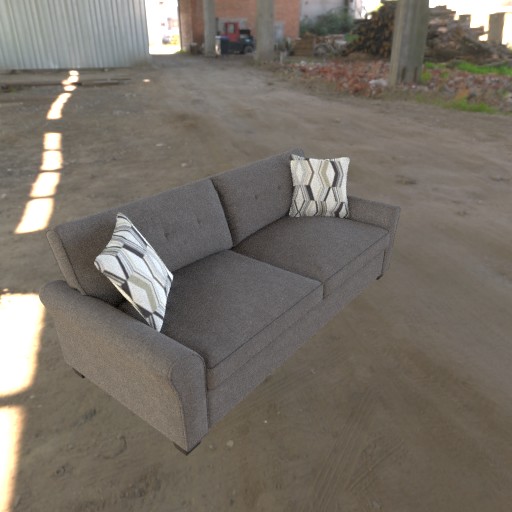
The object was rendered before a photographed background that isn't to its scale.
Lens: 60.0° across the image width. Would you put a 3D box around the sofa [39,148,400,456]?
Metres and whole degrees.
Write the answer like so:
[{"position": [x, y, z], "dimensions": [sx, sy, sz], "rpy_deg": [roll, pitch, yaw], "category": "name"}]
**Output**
[{"position": [0.000, 0.000, 2.478], "dimensions": [0.889, 0.813, 2.032], "rpy_deg": [19, 32, 34], "category": "sofa"}]
